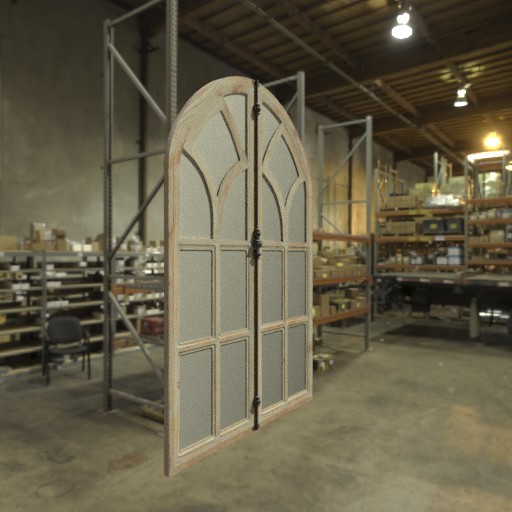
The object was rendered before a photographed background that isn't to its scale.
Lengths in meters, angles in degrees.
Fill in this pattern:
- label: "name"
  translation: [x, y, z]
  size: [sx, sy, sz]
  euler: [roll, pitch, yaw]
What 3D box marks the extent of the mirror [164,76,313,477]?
- label: "mirror"
  translation: [0.000, 0.000, 1.162]
  size: [0.032, 0.915, 0.609]
  euler: [0, 0, 36]
